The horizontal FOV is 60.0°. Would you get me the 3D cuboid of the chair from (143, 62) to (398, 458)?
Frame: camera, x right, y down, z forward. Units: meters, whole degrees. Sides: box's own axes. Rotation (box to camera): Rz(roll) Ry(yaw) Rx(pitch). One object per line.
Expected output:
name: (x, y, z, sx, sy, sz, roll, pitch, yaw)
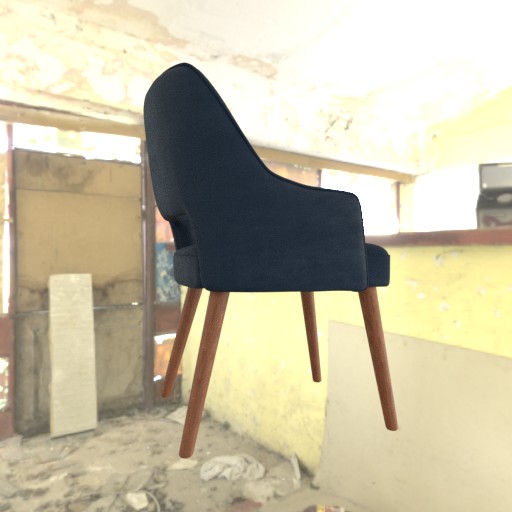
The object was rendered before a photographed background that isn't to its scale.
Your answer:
chair: (0.000, 0.000, 1.200, 0.591, 0.844, 0.559, 0, 0, -17)
